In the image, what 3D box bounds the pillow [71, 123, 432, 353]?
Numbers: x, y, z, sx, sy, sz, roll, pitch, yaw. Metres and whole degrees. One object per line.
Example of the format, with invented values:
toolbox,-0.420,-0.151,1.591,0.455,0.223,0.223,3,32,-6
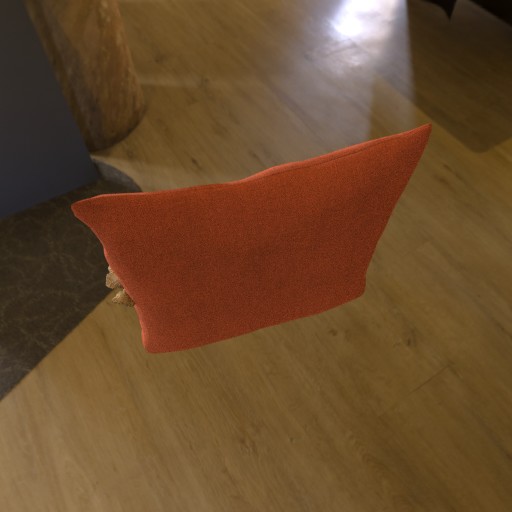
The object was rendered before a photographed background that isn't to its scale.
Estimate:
pillow,0.000,0.000,0.754,0.490,0.482,0.165,-14,59,-9
